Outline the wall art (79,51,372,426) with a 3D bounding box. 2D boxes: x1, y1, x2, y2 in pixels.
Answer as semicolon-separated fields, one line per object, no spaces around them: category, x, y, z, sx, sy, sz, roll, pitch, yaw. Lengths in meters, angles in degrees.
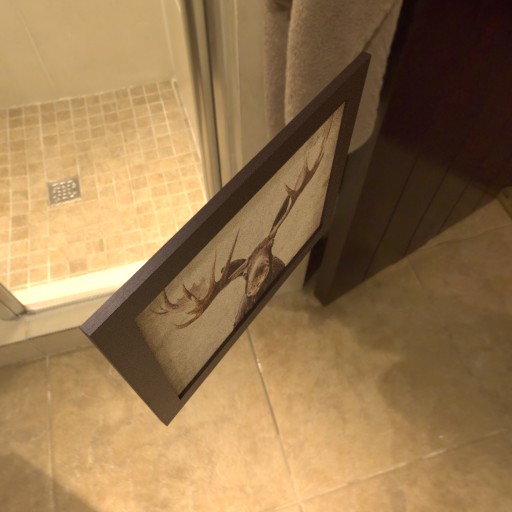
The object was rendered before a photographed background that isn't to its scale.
wall art;0.000;0.000;1.593;0.034;0.952;1.207;33;64;18
